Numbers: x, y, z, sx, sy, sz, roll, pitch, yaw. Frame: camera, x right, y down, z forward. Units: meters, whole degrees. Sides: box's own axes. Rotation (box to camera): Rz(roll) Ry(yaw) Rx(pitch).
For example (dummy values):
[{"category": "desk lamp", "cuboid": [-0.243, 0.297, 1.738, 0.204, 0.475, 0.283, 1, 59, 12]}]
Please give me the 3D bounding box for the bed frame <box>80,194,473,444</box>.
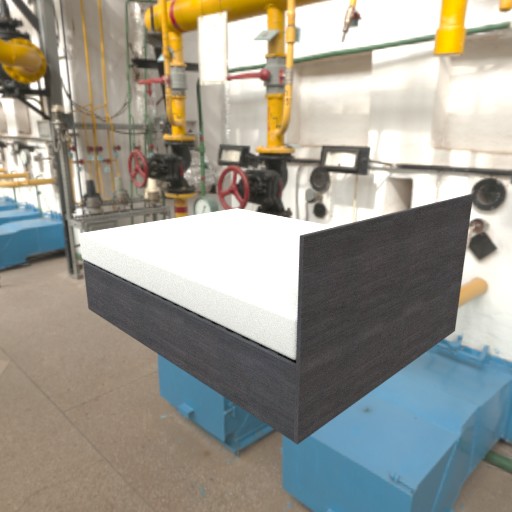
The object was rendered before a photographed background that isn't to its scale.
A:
[{"category": "bed frame", "cuboid": [0.000, 0.000, 2.672, 1.400, 0.800, 1.900, -15, 22, -42]}]
